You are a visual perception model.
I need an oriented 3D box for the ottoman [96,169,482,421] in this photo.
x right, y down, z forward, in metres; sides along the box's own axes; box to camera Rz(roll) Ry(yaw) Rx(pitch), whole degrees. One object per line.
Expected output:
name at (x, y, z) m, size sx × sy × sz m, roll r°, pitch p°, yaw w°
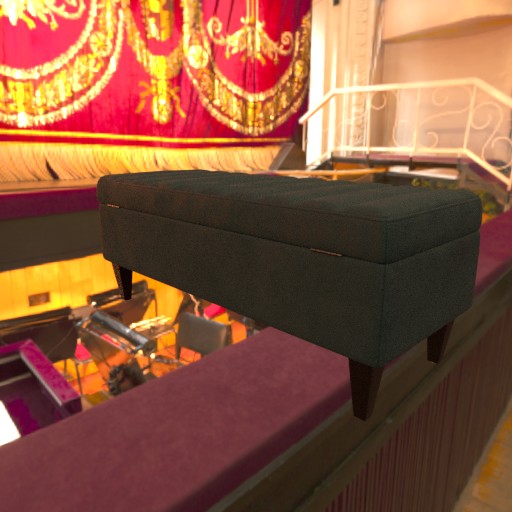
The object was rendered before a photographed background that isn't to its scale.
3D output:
ottoman at (0.000, 0.000, 1.378) m, size 0.482 × 0.469 × 1.151 m, roll -14°, pitch 20°, yaw -43°
